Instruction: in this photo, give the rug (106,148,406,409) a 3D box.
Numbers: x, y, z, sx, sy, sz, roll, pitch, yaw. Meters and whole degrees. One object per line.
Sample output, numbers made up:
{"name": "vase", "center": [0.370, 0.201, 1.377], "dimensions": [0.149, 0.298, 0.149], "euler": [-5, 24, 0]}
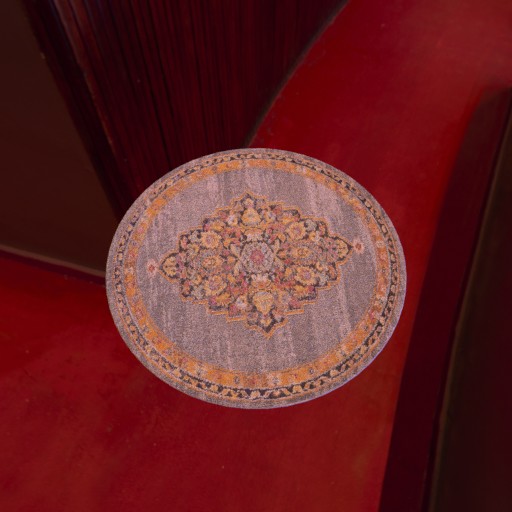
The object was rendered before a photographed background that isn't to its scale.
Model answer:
{"name": "rug", "center": [0.000, 0.000, 3.566], "dimensions": [2.382, 0.014, 2.382], "euler": [0, 59, 0]}
